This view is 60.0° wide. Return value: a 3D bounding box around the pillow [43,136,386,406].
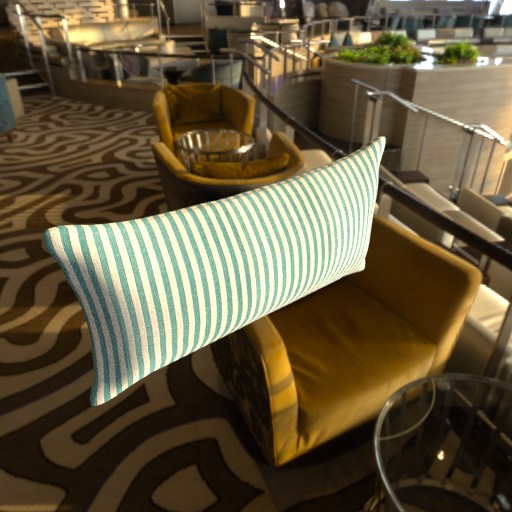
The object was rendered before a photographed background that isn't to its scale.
[{"bbox_3d":[0.000,0.000,0.740,0.617,0.295,0.151,-22,37,-32],"label":"pillow"}]
